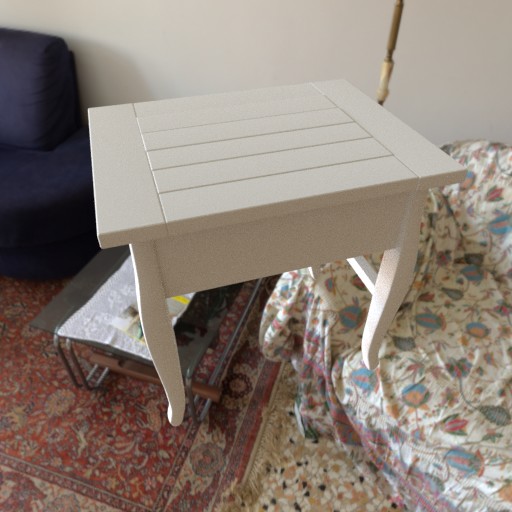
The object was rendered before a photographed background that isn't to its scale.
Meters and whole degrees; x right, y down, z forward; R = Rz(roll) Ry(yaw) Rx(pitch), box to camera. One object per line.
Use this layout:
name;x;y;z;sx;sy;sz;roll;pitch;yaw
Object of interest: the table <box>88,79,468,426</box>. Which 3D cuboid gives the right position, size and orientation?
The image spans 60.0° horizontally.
table;0.000;0.000;1.033;0.599;0.605;0.463;-12;42;-13
